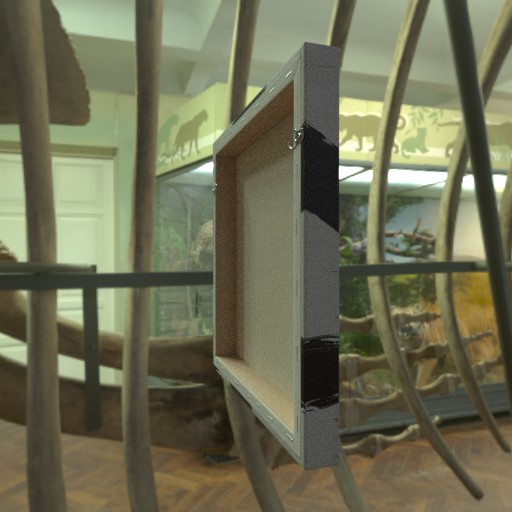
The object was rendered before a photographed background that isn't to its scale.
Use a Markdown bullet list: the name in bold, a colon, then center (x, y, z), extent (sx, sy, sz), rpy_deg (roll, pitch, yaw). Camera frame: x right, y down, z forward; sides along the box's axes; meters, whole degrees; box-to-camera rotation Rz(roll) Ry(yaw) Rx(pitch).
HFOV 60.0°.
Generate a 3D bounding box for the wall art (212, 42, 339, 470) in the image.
- **wall art**: center (0.000, 0.000, 0.768), extent (0.050, 0.508, 0.507), rpy_deg (0, 0, -18)
